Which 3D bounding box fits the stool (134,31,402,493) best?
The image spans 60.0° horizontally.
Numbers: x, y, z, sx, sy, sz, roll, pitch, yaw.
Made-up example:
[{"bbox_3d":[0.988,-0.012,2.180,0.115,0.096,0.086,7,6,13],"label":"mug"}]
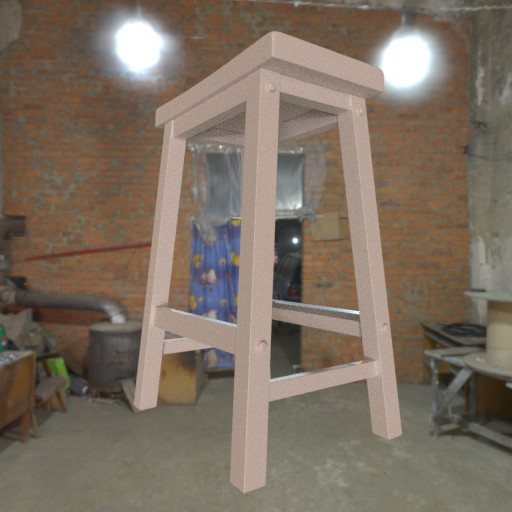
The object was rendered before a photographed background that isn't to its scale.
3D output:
[{"bbox_3d":[0.000,0.000,0.825,0.322,0.610,0.406,0,0,-35],"label":"stool"}]
